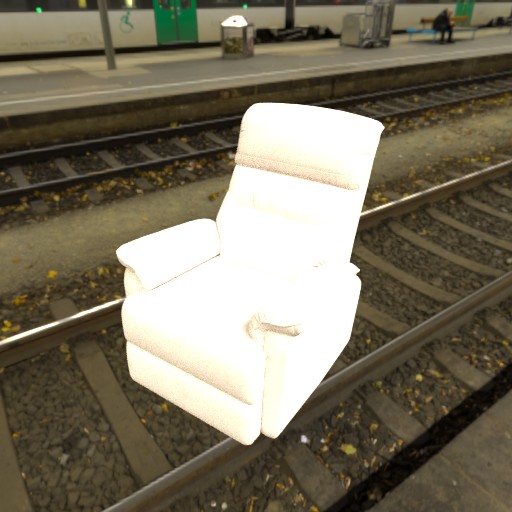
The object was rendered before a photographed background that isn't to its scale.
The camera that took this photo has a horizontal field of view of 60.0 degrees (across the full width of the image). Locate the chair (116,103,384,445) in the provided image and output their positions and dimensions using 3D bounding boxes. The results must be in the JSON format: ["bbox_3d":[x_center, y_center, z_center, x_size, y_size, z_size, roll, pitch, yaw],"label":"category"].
[{"bbox_3d":[0.000,0.000,1.813,0.820,1.039,1.001,19,35,28],"label":"chair"}]
